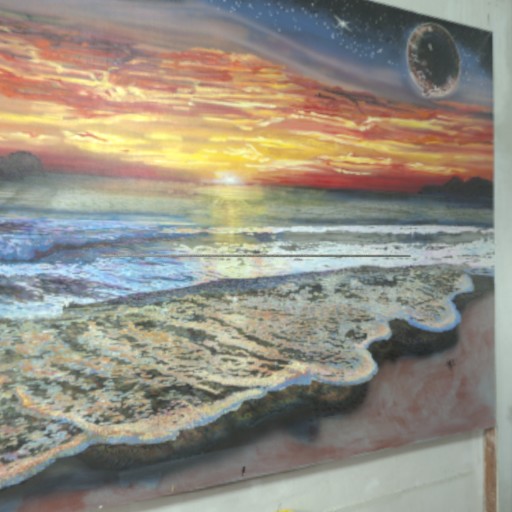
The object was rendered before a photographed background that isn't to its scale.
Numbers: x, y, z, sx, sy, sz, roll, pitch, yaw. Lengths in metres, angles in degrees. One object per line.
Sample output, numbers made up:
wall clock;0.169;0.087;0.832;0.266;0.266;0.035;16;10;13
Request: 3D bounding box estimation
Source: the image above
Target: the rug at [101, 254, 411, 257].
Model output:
rug;0.000;0.000;3.607;2.382;0.014;2.382;0;0;0
